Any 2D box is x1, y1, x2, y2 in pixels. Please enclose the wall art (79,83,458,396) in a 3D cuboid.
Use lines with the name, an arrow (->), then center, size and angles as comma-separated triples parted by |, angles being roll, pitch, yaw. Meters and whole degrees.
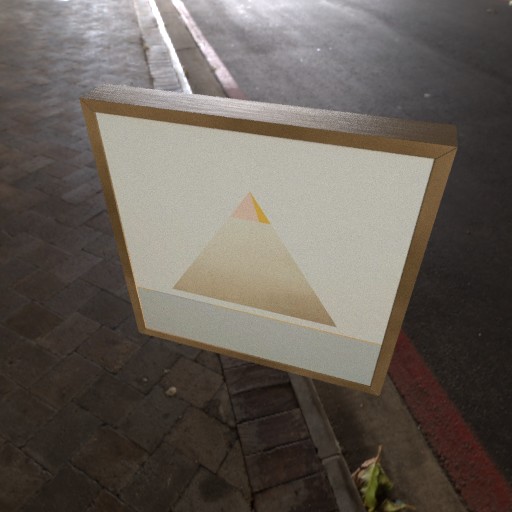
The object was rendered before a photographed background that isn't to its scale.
wall art -> 0.000, 0.000, 0.453 | 0.305, 0.303, 0.038 | 12, 41, 14
